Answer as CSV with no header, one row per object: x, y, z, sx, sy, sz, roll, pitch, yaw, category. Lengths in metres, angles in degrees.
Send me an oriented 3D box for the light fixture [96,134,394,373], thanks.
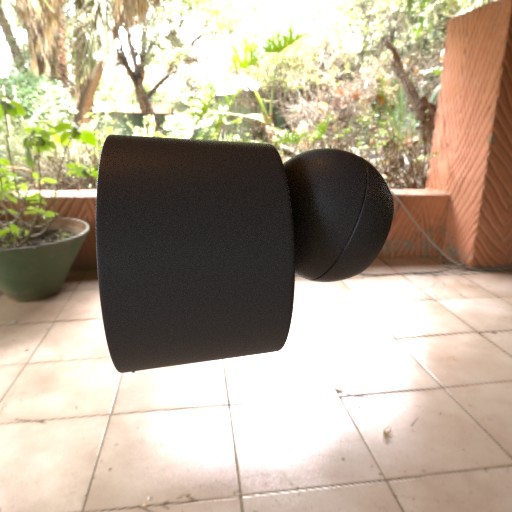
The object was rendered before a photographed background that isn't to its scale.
0.000,0.000,0.270,0.160,0.143,0.134,-2,16,-9,light fixture
